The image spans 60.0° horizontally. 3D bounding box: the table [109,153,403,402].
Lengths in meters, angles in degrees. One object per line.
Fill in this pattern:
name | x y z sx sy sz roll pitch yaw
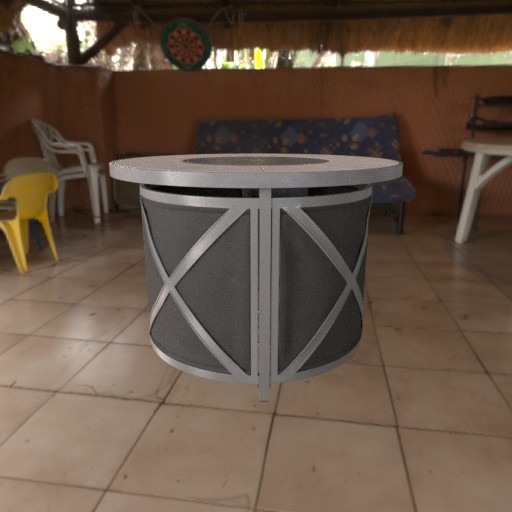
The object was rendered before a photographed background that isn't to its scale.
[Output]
table | 0.000 0.000 1.535 0.914 0.650 0.914 0 16 0
